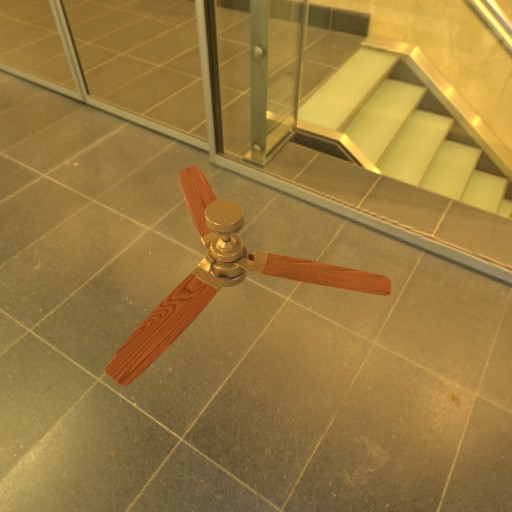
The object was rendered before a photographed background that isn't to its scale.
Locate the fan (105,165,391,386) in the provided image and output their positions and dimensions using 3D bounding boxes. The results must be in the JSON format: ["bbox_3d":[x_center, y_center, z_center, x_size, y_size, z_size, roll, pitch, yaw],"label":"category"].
[{"bbox_3d":[0.000,0.000,2.068,1.271,0.425,1.416,10,48,9],"label":"fan"}]
